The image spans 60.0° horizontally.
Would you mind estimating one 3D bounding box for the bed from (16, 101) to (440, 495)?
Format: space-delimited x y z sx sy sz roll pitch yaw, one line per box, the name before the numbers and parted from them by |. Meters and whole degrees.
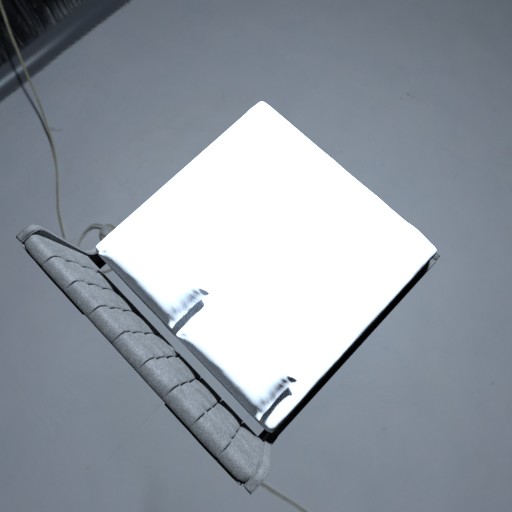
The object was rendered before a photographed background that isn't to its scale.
bed | 0.000 0.000 2.494 1.531 0.933 1.638 44 79 11
